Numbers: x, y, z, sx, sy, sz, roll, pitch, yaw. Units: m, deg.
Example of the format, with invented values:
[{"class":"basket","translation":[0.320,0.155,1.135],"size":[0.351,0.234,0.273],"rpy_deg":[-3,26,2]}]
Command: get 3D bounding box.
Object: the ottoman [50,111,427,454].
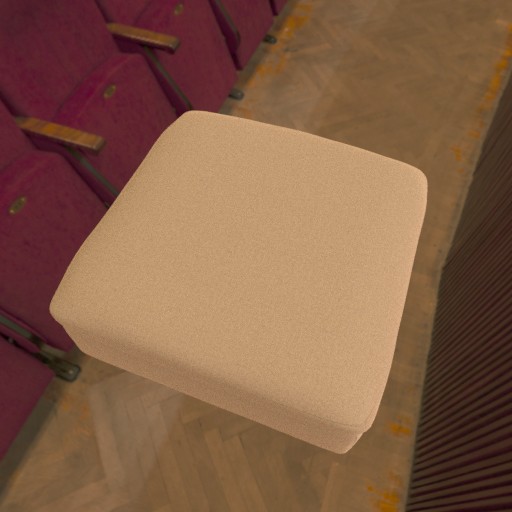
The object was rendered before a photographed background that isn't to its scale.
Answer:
[{"class":"ottoman","translation":[0.000,0.000,1.532],"size":[0.996,0.467,0.977],"rpy_deg":[18,59,11]}]
